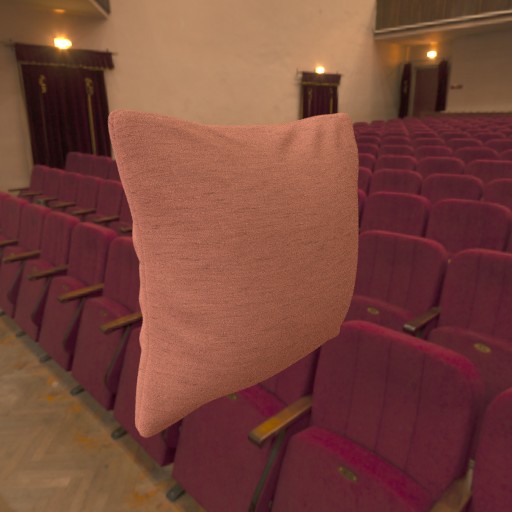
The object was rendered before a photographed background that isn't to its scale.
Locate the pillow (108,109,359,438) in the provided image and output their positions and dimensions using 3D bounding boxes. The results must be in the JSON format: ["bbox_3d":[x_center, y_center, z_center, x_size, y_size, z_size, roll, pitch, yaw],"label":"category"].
[{"bbox_3d":[0.000,0.000,0.668,0.432,0.415,0.246,-16,23,-41],"label":"pillow"}]
